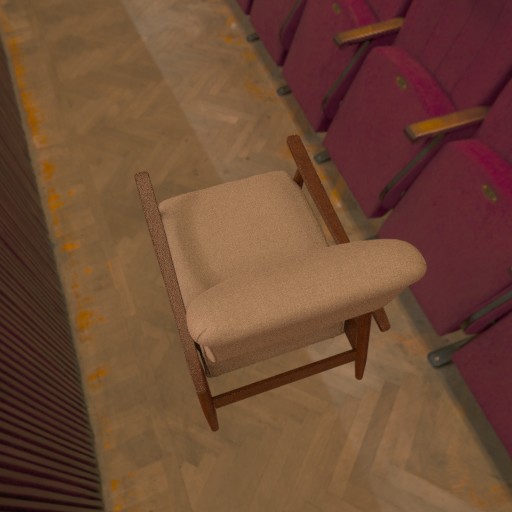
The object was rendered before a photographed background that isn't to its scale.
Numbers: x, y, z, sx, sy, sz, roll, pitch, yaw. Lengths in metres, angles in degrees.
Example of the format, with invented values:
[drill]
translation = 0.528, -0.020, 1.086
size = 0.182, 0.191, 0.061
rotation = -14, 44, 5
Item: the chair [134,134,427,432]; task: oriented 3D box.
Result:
[chair]
translation = 0.000, 0.000, 1.788
size = 0.762, 1.082, 1.030
rotation = -16, 59, -10
